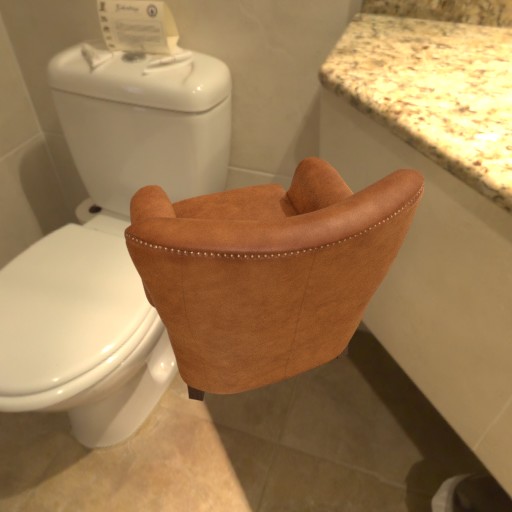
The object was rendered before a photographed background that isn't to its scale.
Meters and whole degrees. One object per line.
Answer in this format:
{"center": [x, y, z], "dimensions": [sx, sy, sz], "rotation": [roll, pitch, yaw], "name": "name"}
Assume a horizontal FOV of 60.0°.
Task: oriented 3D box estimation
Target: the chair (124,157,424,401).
{"center": [0.000, 0.000, 1.666], "dimensions": [0.861, 0.936, 0.921], "rotation": [-13, 45, -13], "name": "chair"}
